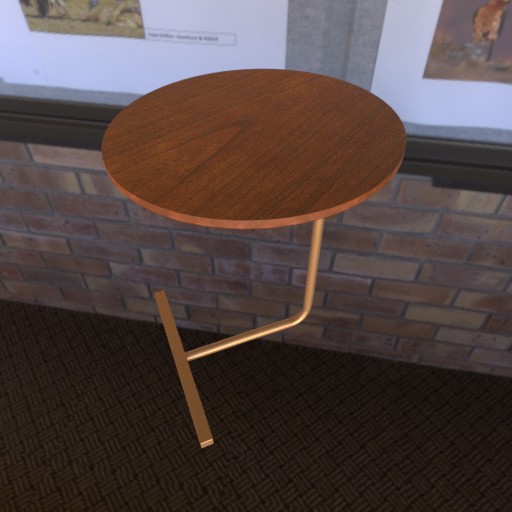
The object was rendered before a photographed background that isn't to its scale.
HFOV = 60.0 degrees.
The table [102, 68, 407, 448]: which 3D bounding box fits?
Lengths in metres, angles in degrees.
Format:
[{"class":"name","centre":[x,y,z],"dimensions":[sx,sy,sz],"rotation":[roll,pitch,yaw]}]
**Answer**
[{"class":"table","centre":[0.000,0.000,1.103],"dimensions":[0.577,0.706,0.530],"rotation":[-16,48,-15]}]
